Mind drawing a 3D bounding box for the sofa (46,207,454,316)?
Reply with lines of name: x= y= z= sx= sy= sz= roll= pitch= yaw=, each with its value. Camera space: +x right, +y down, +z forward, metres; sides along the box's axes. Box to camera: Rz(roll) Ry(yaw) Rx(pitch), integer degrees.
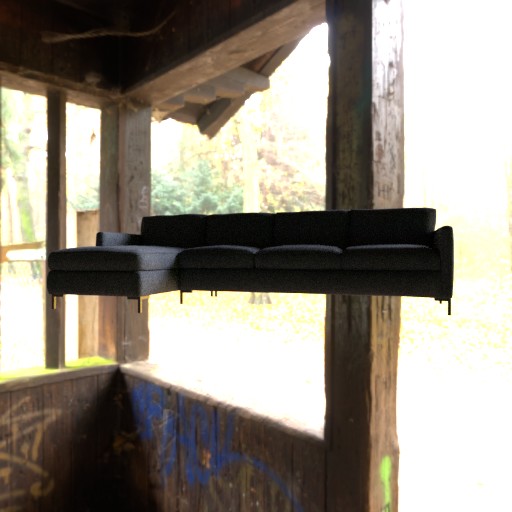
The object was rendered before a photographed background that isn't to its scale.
sofa: x=0.000 y=0.000 z=3.538 sx=2.932 sy=0.810 sz=1.350 roll=0 pitch=0 yaw=18
